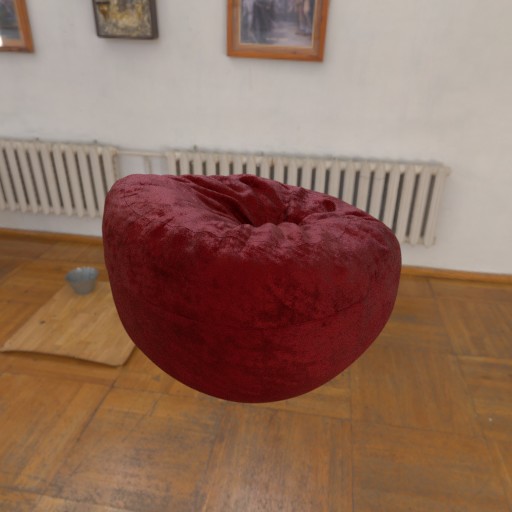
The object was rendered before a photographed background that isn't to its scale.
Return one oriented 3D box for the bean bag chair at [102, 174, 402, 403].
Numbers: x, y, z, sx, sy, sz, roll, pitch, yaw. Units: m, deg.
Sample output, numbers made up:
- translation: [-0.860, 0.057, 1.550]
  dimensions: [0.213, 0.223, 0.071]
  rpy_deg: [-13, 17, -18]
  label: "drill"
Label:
- translation: [0.000, 0.000, 2.405]
  dimensions: [1.524, 0.878, 1.524]
  rpy_deg: [-18, 32, -31]
  label: "bean bag chair"
